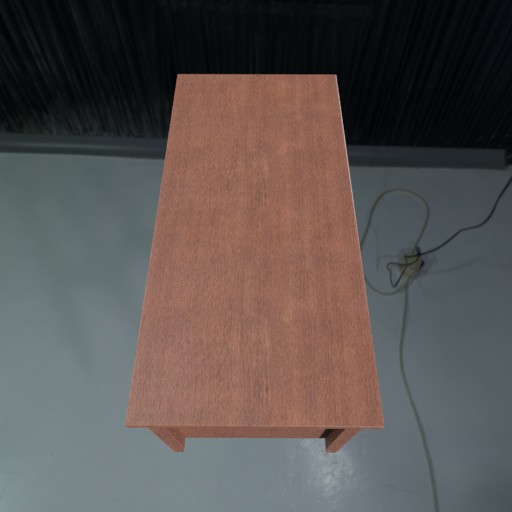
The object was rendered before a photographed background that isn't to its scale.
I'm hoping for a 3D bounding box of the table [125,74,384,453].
[{"bbox_3d":[0.000,0.000,1.280,0.483,0.457,1.016,0,59,0],"label":"table"}]
